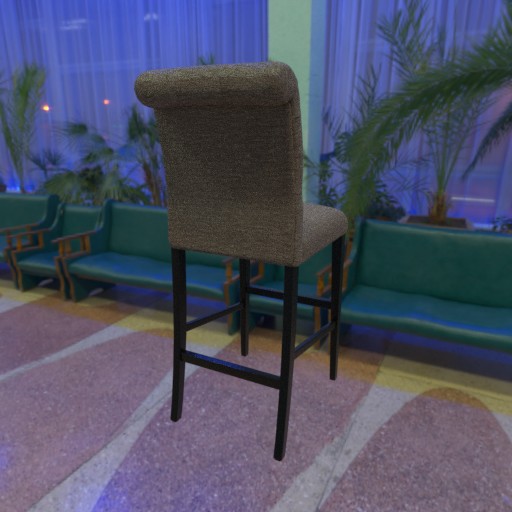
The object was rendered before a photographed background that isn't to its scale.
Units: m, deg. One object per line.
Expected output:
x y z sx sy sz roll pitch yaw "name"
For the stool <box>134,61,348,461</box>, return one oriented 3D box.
0.000 0.000 1.485 0.452 1.131 0.613 9 19 27 "stool"
